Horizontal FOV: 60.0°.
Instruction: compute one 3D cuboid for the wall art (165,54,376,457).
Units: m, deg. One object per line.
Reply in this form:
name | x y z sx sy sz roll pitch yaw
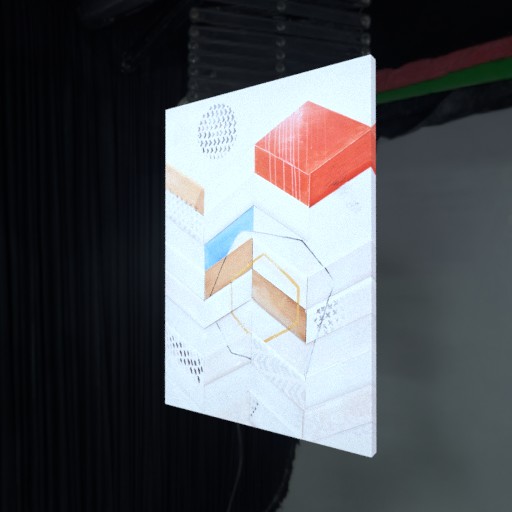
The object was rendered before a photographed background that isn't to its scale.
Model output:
wall art | 0.000 0.000 1.118 0.613 0.848 0.036 0 -1 35
